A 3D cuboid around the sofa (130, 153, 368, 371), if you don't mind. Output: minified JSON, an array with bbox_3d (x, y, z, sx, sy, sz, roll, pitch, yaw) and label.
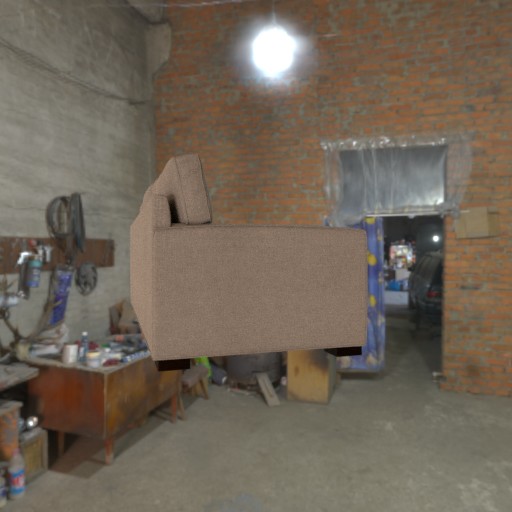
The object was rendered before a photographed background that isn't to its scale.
[{"bbox_3d":[0.000,0.000,2.881,1.496,0.861,2.087,0,0,-18],"label":"sofa"}]
